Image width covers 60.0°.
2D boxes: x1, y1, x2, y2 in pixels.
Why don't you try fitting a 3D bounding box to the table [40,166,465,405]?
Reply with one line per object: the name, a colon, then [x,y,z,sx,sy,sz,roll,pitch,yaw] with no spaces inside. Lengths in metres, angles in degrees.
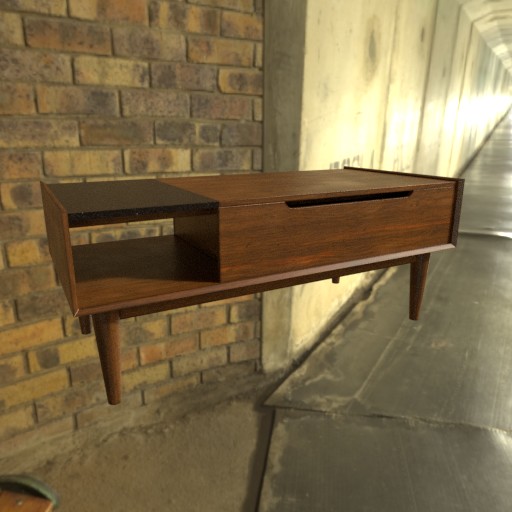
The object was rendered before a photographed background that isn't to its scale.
table: [0.000,0.000,1.492,1.221,0.508,0.610,-9,18,-27]
